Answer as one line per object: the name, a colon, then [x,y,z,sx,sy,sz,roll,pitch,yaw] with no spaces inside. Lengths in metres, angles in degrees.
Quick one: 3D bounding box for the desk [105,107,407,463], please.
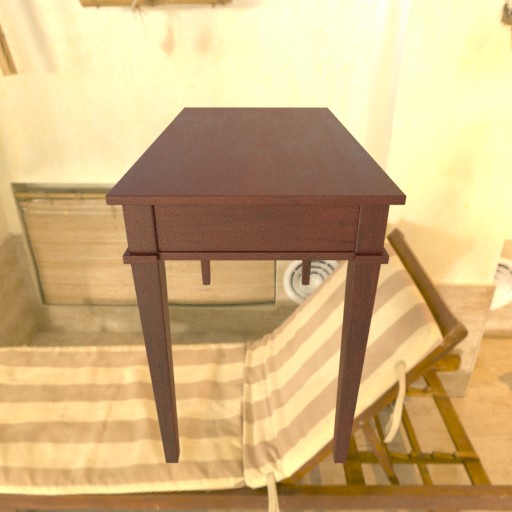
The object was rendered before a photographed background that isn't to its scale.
desk: [0.000,0.000,1.424,0.549,0.762,1.001,0,27,0]
